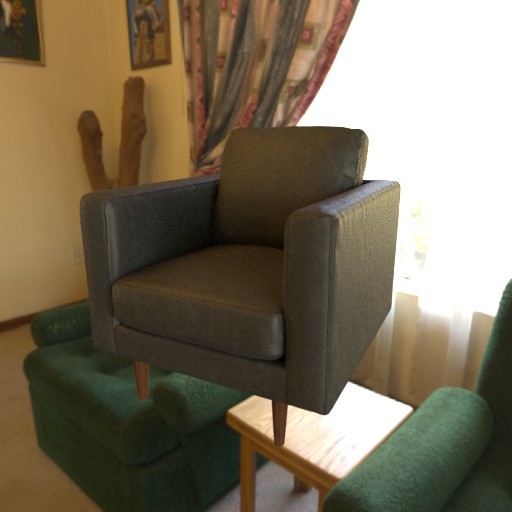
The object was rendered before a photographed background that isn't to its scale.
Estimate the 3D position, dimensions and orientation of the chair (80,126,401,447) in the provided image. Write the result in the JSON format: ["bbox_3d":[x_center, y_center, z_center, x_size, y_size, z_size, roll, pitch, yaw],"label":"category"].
[{"bbox_3d":[0.000,0.000,1.574,0.831,0.898,0.879,8,17,26],"label":"chair"}]
